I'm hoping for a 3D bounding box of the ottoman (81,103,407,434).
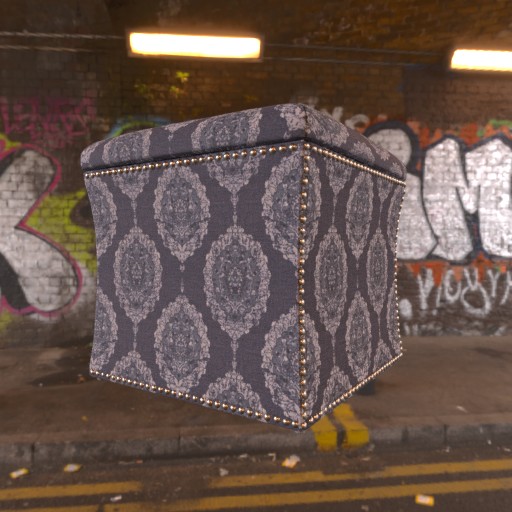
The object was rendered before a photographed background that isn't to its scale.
[{"bbox_3d":[0.000,0.000,0.910,0.497,0.475,0.507,1,2,34],"label":"ottoman"}]
